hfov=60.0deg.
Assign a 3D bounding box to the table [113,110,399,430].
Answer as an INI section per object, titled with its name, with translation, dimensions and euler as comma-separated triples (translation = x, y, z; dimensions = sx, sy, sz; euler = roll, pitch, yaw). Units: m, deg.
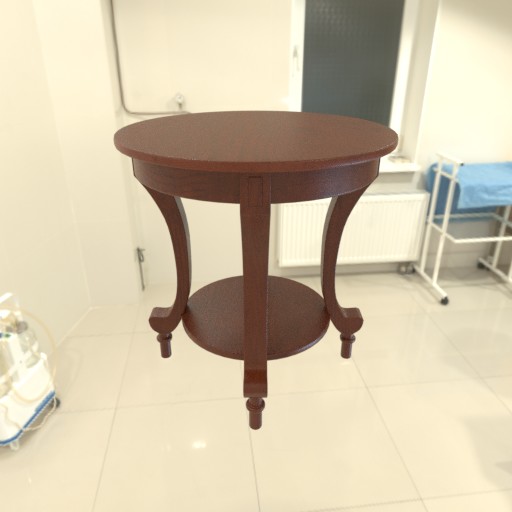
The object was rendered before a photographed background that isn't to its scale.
[table]
translation = 0.000, 0.000, 1.096
dimensions = 0.597, 0.612, 0.597
euler = 0, 26, 0
